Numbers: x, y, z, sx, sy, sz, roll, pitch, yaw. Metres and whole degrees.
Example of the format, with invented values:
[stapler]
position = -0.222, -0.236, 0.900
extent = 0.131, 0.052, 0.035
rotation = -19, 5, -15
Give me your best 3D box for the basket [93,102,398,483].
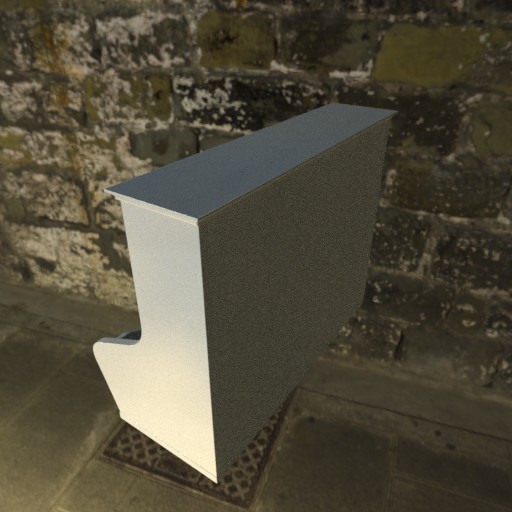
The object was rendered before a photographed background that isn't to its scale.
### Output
[basket]
position = 0.000, 0.000, 1.093
extent = 0.350, 0.600, 0.780
rotation = 19, 35, 29
